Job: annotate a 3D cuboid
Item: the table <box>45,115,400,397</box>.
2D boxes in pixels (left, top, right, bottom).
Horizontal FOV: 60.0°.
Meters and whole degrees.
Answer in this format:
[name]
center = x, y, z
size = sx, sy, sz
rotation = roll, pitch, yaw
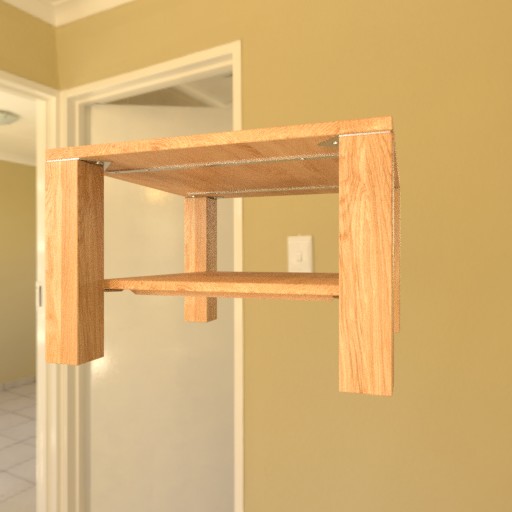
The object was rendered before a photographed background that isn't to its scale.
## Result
[table]
center = 0.000, 0.000, 1.150
size = 0.700, 0.450, 0.700
rotation = 0, 0, 19
